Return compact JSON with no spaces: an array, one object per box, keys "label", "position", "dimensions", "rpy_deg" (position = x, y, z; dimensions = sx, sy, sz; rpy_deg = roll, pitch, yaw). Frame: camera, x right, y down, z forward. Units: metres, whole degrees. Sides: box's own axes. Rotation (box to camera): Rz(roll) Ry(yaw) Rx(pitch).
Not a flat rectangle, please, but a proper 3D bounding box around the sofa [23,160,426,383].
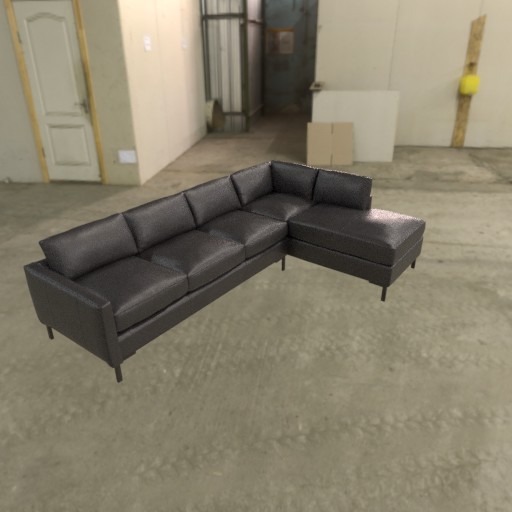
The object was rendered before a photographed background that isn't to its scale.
[{"label":"sofa","position":[0.000,0.000,3.782],"dimensions":[1.938,0.877,2.984],"rpy_deg":[18,32,33]}]
